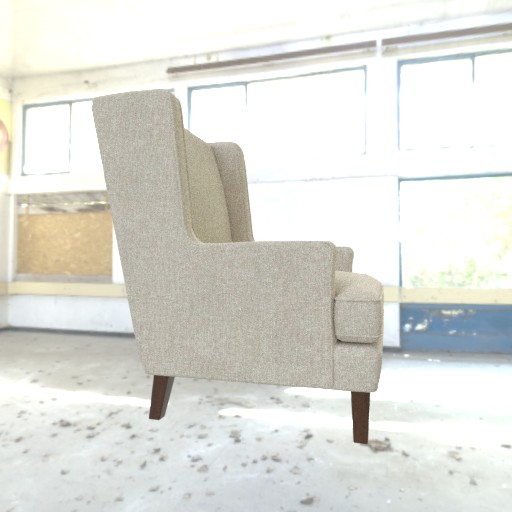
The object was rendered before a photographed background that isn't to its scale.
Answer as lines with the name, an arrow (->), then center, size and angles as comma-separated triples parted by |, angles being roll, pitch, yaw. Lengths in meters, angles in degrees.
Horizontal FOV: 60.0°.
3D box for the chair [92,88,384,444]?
chair -> 0.000, 0.000, 1.716 | 0.948, 1.082, 0.764 | 0, 0, 16
